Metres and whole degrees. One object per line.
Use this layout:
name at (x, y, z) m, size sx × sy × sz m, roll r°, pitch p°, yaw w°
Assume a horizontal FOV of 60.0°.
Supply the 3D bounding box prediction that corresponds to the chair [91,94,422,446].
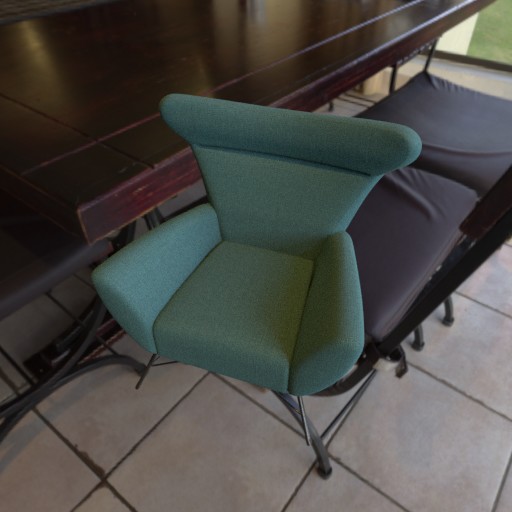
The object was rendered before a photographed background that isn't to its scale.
chair at (0.000, 0.000, 1.783) m, size 1.050 × 0.980 × 0.900 m, roll 13°, pitch 43°, yaw 14°
